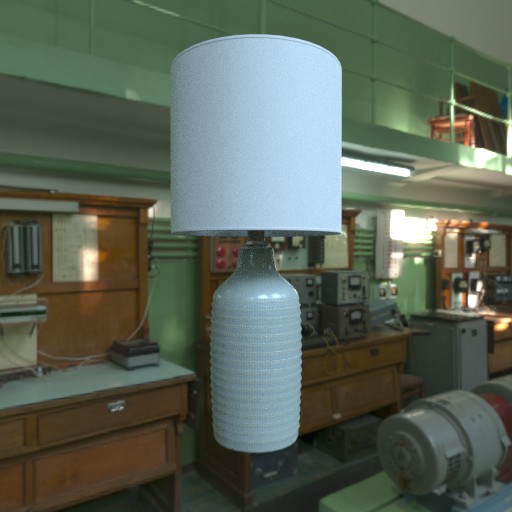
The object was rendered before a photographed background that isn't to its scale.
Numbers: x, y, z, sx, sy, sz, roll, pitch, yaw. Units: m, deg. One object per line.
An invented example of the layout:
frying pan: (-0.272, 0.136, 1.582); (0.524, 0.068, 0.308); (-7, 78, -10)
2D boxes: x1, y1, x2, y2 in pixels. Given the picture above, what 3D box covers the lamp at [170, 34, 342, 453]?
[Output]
lamp: (0.000, 0.000, 0.584); (0.220, 0.475, 0.220); (0, 1, -37)
